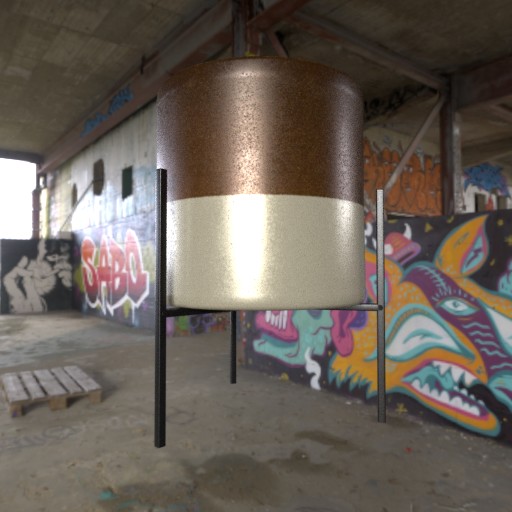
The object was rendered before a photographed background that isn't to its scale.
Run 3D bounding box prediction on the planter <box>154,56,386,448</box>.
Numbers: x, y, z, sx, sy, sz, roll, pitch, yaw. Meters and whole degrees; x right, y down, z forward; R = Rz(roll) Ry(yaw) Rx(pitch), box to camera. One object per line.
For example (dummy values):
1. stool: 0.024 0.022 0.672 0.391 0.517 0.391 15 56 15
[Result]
1. planter: 0.000 0.000 0.546 0.255 0.375 0.269 1 -2 -18
